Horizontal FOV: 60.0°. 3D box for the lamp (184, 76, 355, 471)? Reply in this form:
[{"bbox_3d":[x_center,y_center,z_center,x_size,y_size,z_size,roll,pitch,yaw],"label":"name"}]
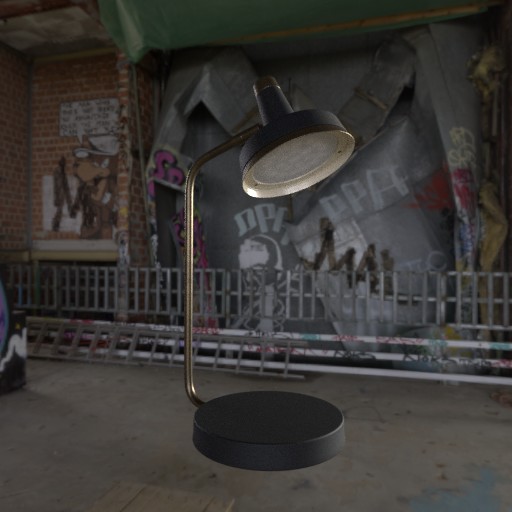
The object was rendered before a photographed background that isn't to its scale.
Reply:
[{"bbox_3d":[0.000,0.000,0.485,0.218,0.385,0.162,0,0,36],"label":"lamp"}]
